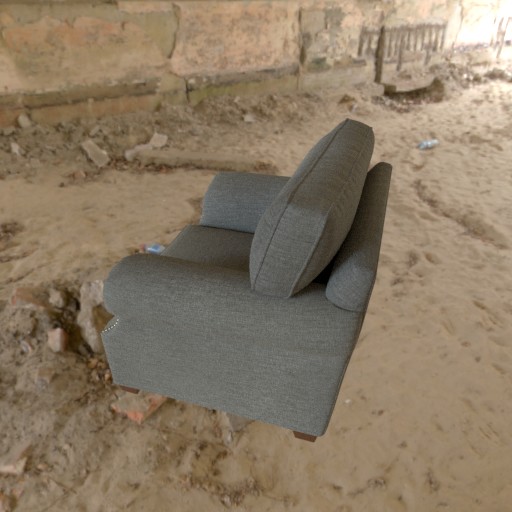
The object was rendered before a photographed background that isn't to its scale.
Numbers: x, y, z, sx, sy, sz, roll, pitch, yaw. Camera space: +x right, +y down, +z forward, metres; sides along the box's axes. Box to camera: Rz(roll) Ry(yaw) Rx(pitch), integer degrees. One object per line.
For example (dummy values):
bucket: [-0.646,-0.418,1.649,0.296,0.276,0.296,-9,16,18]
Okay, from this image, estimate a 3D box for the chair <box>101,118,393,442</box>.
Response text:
chair: [0.000,0.000,1.833,0.965,0.961,1.092,9,32,15]
